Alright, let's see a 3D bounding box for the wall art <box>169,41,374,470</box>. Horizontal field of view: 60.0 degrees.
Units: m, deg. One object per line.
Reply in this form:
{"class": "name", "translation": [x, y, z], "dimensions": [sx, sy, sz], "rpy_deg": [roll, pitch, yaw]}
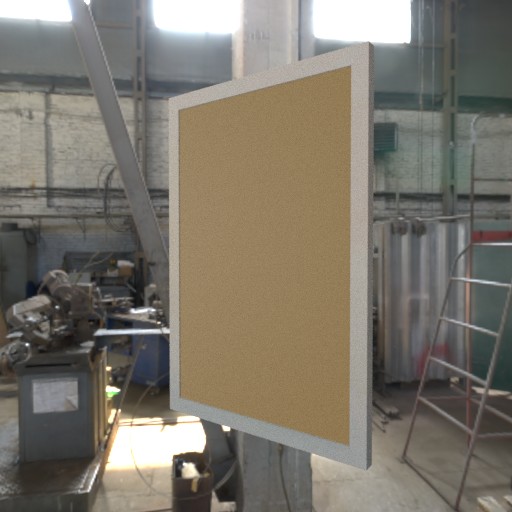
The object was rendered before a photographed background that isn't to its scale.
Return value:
{"class": "wall art", "translation": [0.000, 0.000, 1.419], "dimensions": [0.764, 1.143, 0.038], "rpy_deg": [1, 2, 36]}
